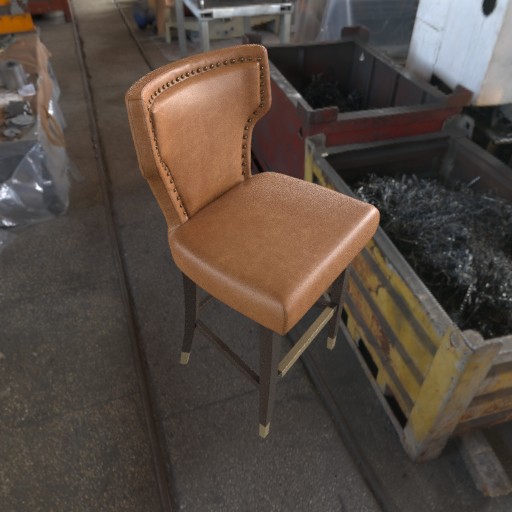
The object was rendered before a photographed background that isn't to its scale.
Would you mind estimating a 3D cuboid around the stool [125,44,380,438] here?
[{"bbox_3d":[0.000,0.000,1.394,0.563,1.092,0.526,26,48,27],"label":"stool"}]
